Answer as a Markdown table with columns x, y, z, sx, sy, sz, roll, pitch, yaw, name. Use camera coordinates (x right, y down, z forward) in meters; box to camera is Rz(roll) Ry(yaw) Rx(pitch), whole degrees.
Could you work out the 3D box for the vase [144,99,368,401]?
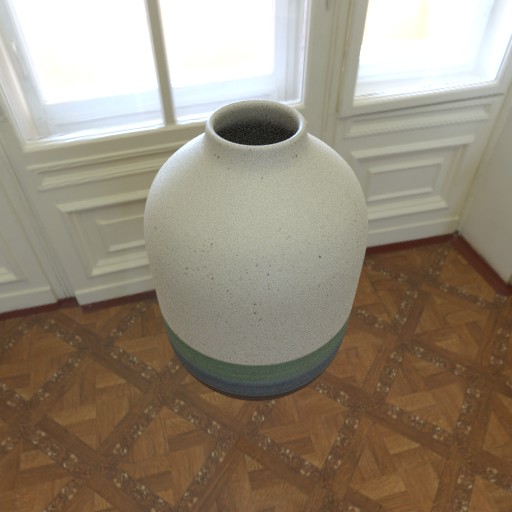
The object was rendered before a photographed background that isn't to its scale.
| x | y | z | sx | sy | sz | roll | pitch | yaw | name |
| --- | --- | --- | --- | --- | --- | --- | --- | --- | --- |
| 0.000 | 0.000 | 0.365 | 0.169 | 0.240 | 0.169 | 0 | 45 | 0 | vase |
